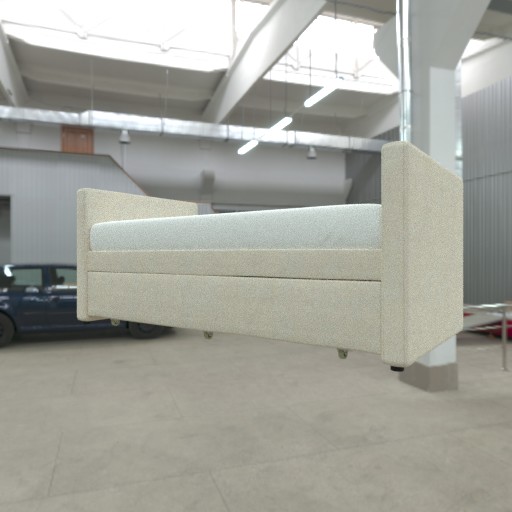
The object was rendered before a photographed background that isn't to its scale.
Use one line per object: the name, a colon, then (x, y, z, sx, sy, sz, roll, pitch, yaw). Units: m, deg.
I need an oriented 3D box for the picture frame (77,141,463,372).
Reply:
picture frame: (0.000, 0.000, 2.728, 2.161, 0.891, 1.069, 0, 0, 36)
